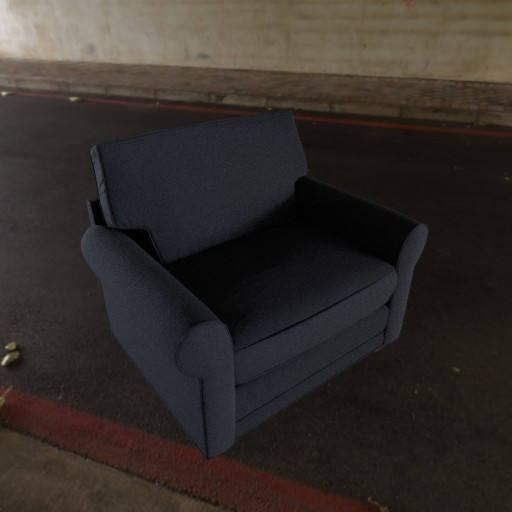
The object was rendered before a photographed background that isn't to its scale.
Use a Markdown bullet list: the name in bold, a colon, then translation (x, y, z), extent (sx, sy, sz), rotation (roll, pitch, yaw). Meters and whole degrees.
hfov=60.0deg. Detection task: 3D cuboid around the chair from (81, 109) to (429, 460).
- **chair**: translation (0.000, 0.000, 1.985), extent (1.285, 1.044, 0.963), rotation (-21, 36, -32)
